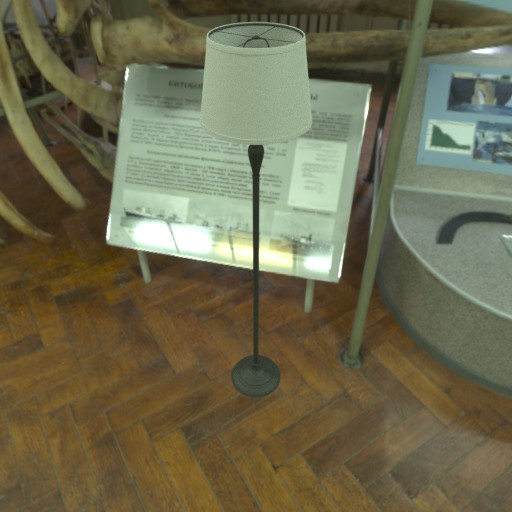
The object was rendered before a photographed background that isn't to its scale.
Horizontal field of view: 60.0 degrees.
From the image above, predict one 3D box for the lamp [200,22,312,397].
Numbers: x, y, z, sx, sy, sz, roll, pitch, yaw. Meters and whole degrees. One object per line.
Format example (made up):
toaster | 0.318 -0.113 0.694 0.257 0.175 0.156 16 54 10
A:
lamp | 0.000 0.000 1.634 0.327 1.506 0.327 -12 42 -13
